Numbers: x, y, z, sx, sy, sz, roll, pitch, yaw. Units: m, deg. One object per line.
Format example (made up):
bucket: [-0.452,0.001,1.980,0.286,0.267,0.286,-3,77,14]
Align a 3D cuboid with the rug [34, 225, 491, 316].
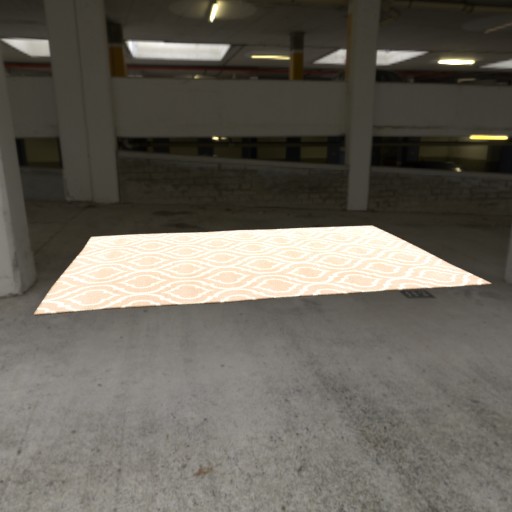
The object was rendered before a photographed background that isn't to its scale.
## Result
rug: [0.000,0.000,2.195,1.761,0.013,1.152,-3,16,-10]
